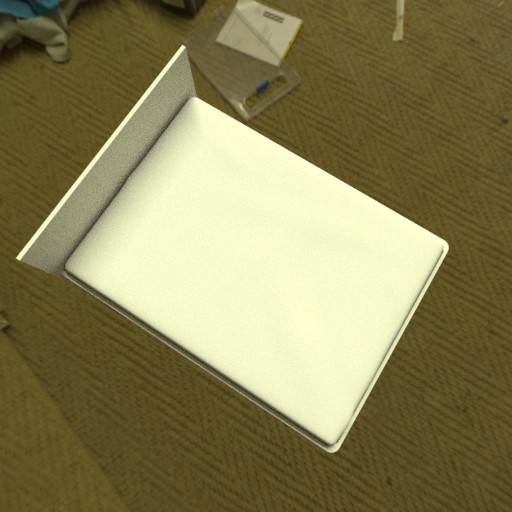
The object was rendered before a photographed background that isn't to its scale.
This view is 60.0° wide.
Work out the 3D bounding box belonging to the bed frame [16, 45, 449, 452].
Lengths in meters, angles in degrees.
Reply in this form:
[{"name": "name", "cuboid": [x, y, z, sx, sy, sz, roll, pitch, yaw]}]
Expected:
[{"name": "bed frame", "cuboid": [0.000, 0.000, 2.671, 1.950, 0.800, 1.490, 32, 79, 7]}]
